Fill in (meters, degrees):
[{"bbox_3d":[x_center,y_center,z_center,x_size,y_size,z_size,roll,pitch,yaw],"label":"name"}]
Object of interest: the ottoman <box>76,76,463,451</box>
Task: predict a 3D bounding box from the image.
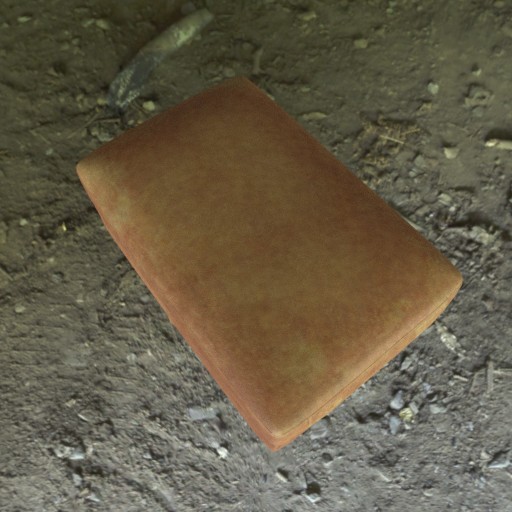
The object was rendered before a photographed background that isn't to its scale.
[{"bbox_3d":[0.000,0.000,1.201,0.565,0.507,0.852,-34,67,-17],"label":"ottoman"}]
